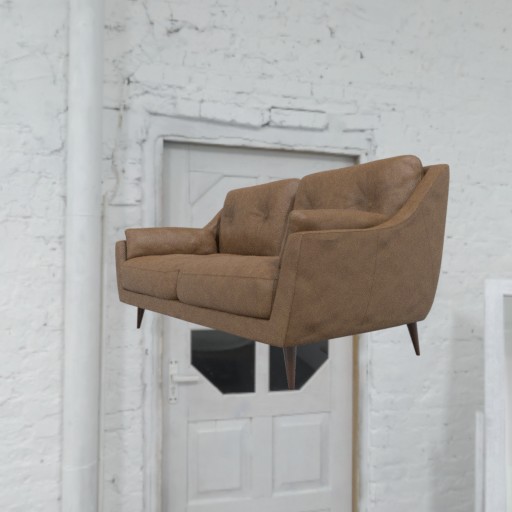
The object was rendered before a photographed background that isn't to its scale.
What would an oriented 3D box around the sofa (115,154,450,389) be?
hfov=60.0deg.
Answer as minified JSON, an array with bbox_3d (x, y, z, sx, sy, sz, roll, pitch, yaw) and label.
[{"bbox_3d":[0.000,0.000,2.296,0.981,0.886,1.731,-1,1,-36],"label":"sofa"}]
